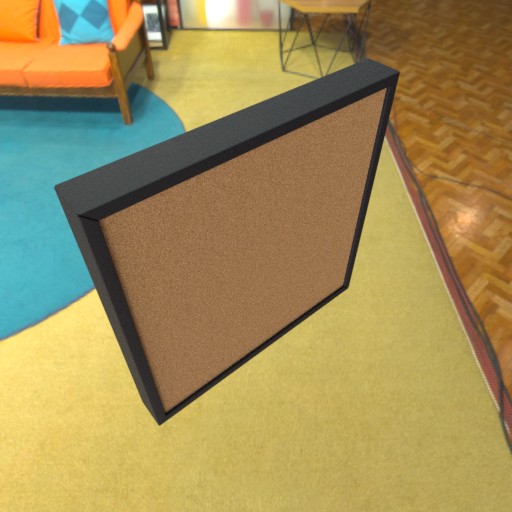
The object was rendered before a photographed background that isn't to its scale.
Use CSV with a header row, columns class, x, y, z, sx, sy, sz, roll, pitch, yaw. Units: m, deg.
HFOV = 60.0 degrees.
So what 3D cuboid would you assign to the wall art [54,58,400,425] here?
class,x,y,z,sx,sy,sz,roll,pitch,yaw
wall art,0.000,0.000,0.449,0.305,0.305,0.037,-31,54,-26
